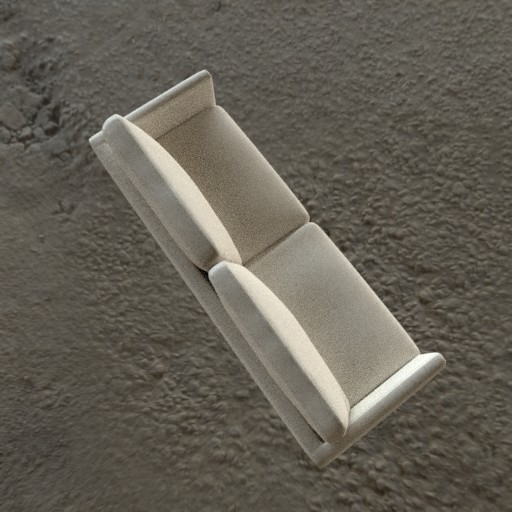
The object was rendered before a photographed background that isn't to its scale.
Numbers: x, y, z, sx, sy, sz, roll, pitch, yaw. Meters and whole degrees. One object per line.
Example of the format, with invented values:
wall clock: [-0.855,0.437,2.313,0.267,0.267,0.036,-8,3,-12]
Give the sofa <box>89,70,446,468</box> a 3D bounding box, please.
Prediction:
sofa: [0.000,0.000,2.917,0.948,0.965,2.434,-35,77,-9]
